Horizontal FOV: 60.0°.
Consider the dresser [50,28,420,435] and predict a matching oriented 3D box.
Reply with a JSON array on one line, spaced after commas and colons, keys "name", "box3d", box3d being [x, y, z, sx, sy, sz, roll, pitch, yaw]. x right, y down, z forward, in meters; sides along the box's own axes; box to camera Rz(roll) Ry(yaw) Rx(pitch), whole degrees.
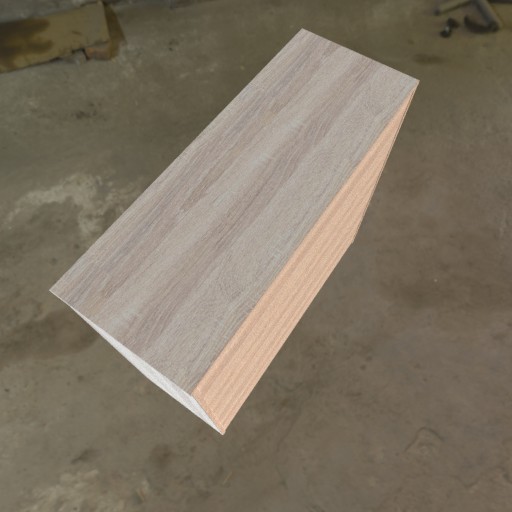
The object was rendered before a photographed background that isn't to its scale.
[{"name": "dresser", "box3d": [0.000, 0.000, 1.446, 0.380, 0.900, 0.980, 32, 68, 15]}]
